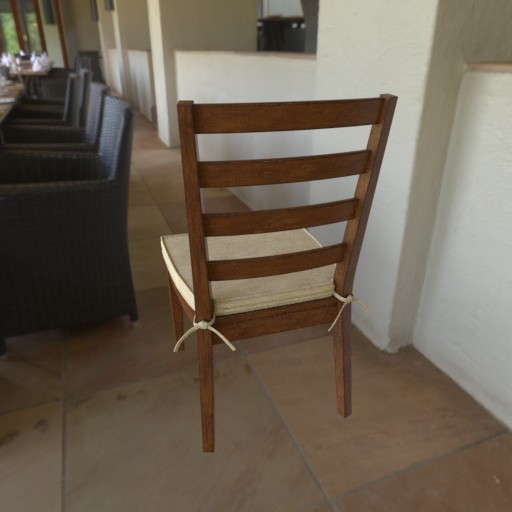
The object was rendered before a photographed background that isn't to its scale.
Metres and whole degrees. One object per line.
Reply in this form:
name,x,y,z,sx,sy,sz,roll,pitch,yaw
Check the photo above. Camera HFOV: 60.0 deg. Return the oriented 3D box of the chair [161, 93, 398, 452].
chair,0.000,0.000,1.376,0.593,0.979,0.595,-8,26,-16
